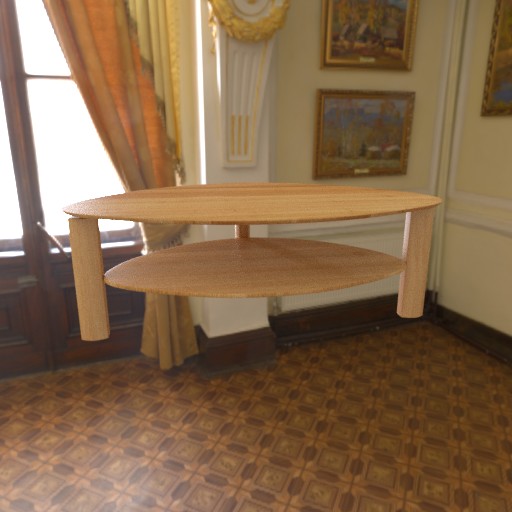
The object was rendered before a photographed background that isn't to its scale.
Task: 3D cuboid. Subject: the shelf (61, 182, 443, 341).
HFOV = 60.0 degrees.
[{"bbox_3d":[0.000,0.000,1.628,1.246,0.440,0.845,-3,16,-9],"label":"shelf"}]
